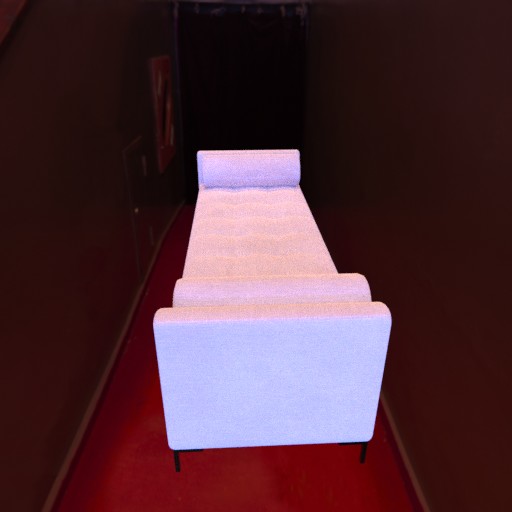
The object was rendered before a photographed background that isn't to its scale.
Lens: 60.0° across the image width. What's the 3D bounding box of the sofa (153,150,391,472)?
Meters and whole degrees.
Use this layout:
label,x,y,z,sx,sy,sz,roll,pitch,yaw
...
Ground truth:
label,x,y,z,sx,sy,sz,roll,pitch,yaw
sofa,0.000,0.000,2.257,0.686,0.635,1.981,-1,27,-3
